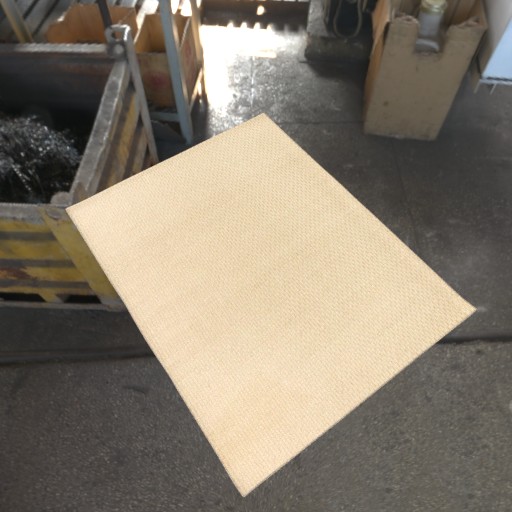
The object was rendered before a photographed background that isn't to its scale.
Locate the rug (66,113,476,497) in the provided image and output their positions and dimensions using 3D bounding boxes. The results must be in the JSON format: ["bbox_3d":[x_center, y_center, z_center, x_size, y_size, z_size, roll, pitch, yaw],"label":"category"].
[{"bbox_3d":[0.000,0.000,3.826,2.277,0.035,2.897,-31,63,-18],"label":"rug"}]
